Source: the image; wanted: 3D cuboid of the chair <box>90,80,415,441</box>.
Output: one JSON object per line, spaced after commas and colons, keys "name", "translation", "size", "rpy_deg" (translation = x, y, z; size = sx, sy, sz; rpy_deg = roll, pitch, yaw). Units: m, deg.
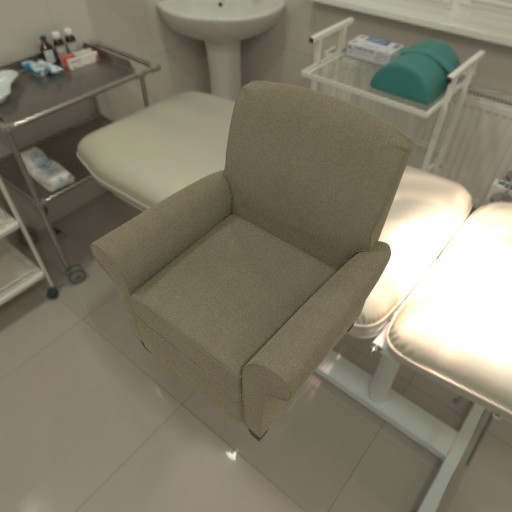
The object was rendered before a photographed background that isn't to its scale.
{"name": "chair", "translation": [0.000, 0.000, 1.804], "size": [0.978, 1.061, 0.905], "rpy_deg": [30, 53, 26]}
